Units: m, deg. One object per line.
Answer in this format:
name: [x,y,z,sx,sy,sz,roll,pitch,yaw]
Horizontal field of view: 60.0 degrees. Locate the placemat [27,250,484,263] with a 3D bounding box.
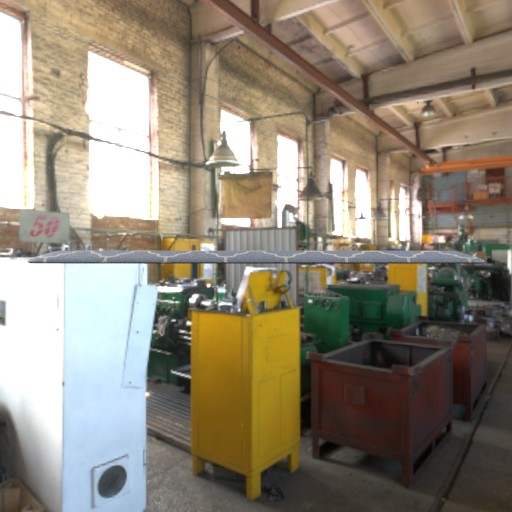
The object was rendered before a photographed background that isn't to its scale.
placemat: [0.000,0.000,0.962,0.762,0.021,0.508,0,0,0]
